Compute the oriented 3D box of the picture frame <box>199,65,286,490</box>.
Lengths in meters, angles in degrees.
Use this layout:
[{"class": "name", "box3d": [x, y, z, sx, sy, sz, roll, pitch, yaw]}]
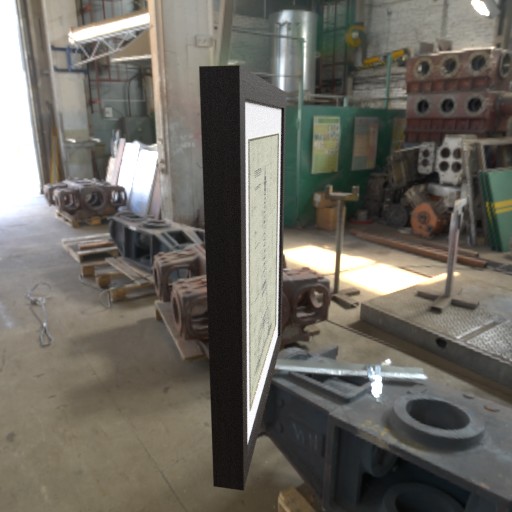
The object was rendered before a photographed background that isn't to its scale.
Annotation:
[{"class": "picture frame", "box3d": [0.000, 0.000, 0.762, 0.044, 0.555, 0.452, 3, 17, 9]}]
